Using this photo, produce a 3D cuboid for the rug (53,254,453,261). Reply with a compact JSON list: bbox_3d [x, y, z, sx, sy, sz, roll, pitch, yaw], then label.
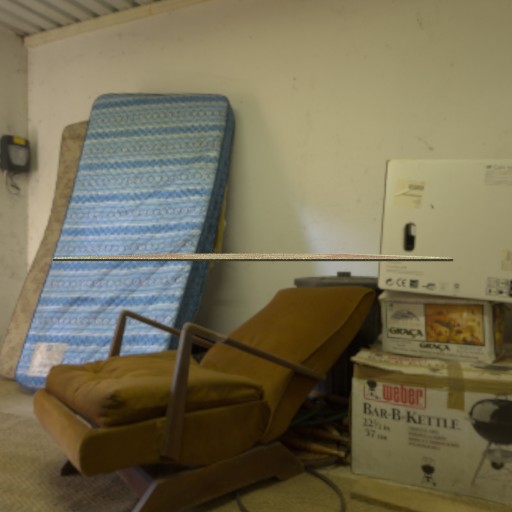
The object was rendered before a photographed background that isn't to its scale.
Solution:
[{"bbox_3d":[0.000,0.000,2.209,1.217,0.011,1.747,0,1,1],"label":"rug"}]
